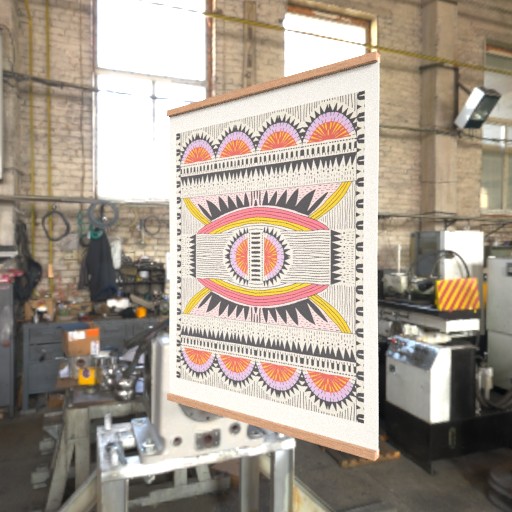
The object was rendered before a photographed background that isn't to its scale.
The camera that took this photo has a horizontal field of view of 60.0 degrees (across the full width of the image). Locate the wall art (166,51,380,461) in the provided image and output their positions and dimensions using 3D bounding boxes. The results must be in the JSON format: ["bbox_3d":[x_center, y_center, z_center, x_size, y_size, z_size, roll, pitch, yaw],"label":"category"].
[{"bbox_3d":[0.000,0.000,1.336,0.765,1.016,0.028,0,1,37],"label":"wall art"}]
